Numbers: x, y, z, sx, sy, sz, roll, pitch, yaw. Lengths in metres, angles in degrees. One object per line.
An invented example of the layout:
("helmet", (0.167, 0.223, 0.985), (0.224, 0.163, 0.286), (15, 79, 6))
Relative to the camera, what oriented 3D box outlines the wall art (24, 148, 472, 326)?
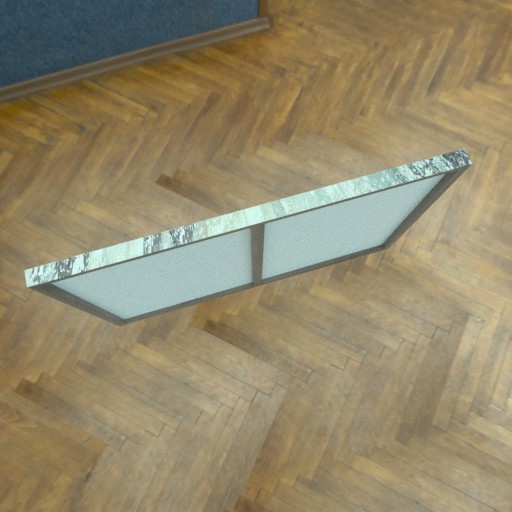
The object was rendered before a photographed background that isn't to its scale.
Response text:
("wall art", (0.000, 0.000, 1.171), (0.919, 0.598, 0.038), (-16, 75, -4))
